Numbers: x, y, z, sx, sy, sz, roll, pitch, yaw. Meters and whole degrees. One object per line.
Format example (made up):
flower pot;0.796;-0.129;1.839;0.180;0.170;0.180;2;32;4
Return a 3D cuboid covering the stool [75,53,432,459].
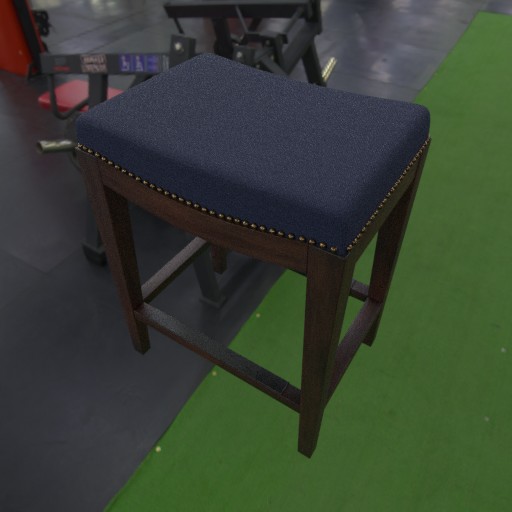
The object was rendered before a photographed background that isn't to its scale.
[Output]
stool;0.000;0.000;0.916;0.500;0.642;0.361;24;49;23
